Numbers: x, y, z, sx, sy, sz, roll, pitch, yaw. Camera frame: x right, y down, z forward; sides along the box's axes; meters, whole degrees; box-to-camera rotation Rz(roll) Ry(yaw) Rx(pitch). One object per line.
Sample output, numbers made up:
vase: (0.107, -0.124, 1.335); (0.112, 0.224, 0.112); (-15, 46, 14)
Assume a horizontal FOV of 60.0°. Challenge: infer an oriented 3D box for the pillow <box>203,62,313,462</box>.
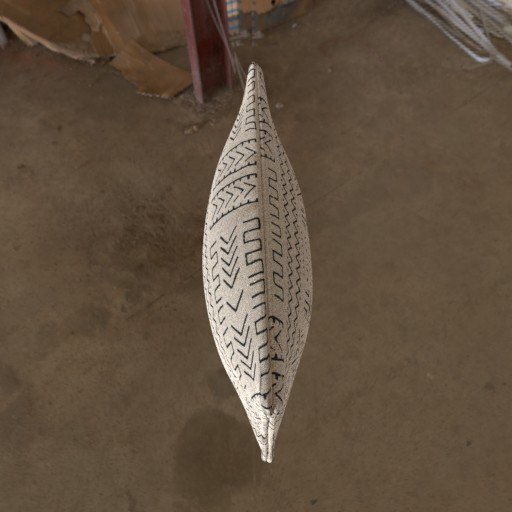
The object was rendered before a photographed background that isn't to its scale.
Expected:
pillow: (0.000, 0.000, 0.794); (0.188, 0.352, 0.637); (-1, 58, -1)
